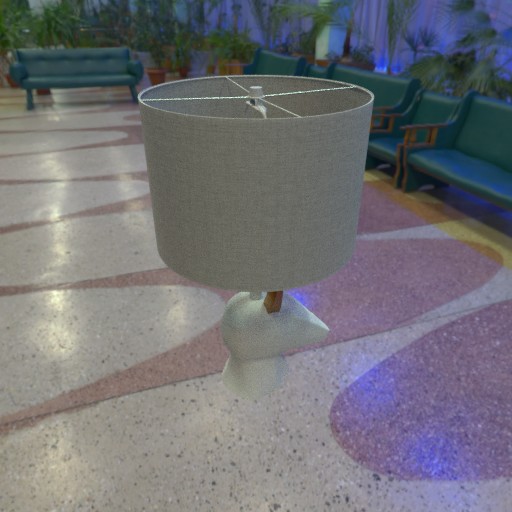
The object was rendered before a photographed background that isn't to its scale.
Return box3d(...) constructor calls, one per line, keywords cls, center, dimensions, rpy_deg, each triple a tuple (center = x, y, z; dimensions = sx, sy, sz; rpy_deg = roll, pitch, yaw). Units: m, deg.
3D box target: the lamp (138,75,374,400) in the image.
box3d(cls="lamp", center=(0.000, 0.000, 0.698), dimensions=(0.298, 0.503, 0.298), rpy_deg=(-10, 32, -16))
